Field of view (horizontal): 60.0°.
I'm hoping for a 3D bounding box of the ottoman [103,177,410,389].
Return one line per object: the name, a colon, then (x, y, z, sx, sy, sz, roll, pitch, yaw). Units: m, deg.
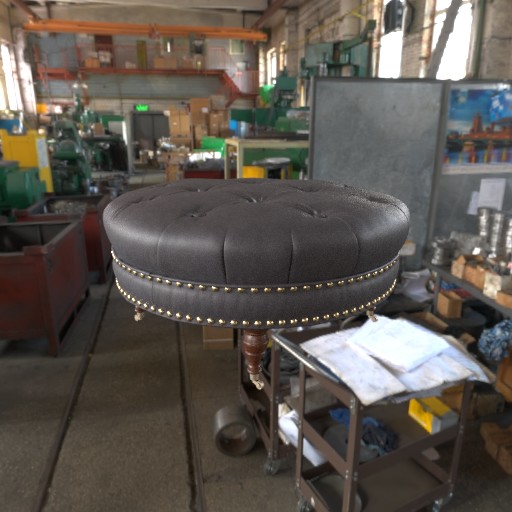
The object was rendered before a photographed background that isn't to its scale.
ottoman: (0.000, 0.000, 1.391, 0.901, 0.439, 0.901, 0, 17, 0)
